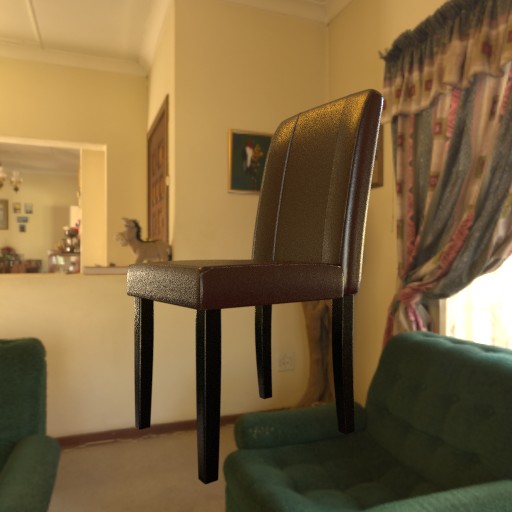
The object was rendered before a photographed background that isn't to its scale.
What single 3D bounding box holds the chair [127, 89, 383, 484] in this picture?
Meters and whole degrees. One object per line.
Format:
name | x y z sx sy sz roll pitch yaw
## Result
chair | 0.000 0.000 1.166 0.556 0.897 0.399 0 0 -37
